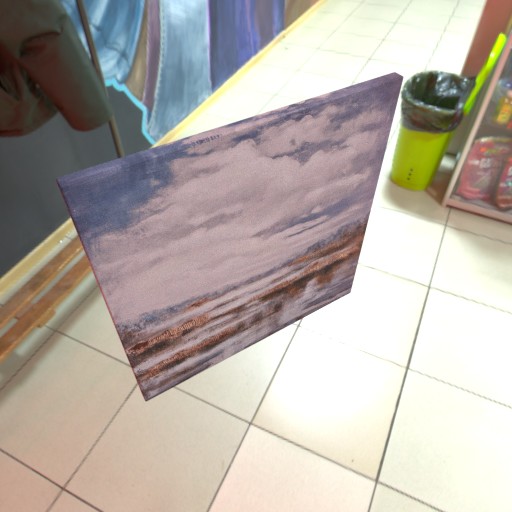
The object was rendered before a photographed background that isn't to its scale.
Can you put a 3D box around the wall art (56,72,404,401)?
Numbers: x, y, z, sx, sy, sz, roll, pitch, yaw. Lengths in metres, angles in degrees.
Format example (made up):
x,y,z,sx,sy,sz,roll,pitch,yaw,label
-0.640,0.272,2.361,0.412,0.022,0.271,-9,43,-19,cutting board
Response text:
x,y,z,sx,sy,sz,roll,pitch,yaw,label
0.000,0.000,1.510,1.010,1.020,0.040,-24,51,-21,wall art
